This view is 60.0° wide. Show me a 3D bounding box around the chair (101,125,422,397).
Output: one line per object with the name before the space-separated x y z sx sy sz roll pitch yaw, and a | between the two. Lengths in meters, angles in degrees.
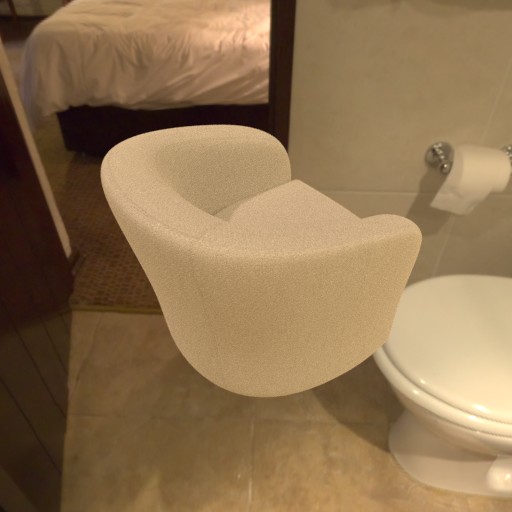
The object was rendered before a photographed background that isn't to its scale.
chair | 0.000 0.000 1.451 0.815 0.771 0.791 -24 46 -26
